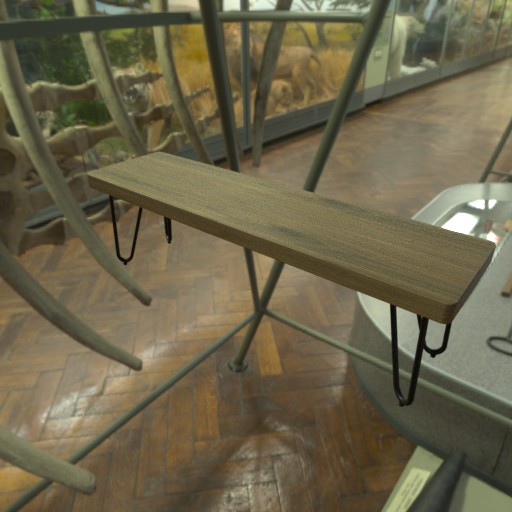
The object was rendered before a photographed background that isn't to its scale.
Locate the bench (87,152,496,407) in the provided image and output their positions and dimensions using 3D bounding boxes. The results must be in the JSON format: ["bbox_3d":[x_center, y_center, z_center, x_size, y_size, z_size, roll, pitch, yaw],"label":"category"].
[{"bbox_3d":[0.000,0.000,1.758,1.570,0.462,0.425,21,36,33],"label":"bench"}]
